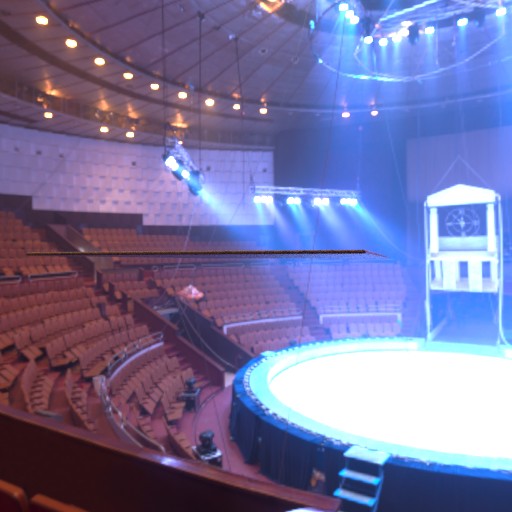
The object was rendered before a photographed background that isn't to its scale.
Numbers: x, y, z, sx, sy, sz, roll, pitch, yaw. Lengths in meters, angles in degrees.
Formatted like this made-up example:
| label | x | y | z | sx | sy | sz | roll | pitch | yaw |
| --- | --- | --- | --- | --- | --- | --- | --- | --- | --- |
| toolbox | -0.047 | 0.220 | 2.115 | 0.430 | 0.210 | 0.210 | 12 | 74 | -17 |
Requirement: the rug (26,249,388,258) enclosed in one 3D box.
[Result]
| label | x | y | z | sx | sy | sz | roll | pitch | yaw |
| --- | --- | --- | --- | --- | --- | --- | --- | --- | --- |
| rug | 0.000 | 0.000 | 2.837 | 1.543 | 0.015 | 2.144 | 0 | -1 | 19 |
